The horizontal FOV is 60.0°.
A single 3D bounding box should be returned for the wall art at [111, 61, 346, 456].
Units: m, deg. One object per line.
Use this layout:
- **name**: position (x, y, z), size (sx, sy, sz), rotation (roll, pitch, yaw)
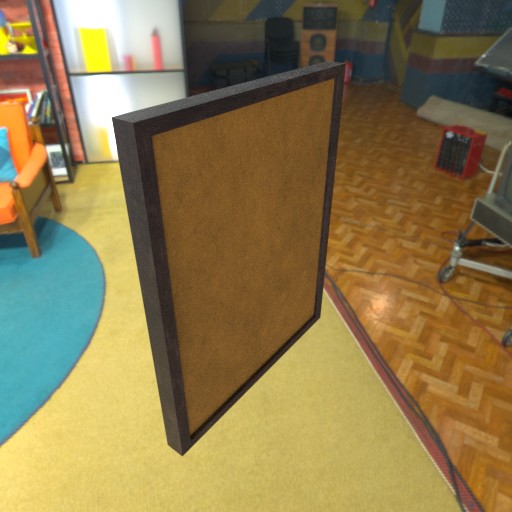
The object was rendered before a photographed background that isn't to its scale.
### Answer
- **wall art**: position (0.000, 0.000, 0.550), size (0.027, 0.406, 0.329), rotation (22, 39, 31)
